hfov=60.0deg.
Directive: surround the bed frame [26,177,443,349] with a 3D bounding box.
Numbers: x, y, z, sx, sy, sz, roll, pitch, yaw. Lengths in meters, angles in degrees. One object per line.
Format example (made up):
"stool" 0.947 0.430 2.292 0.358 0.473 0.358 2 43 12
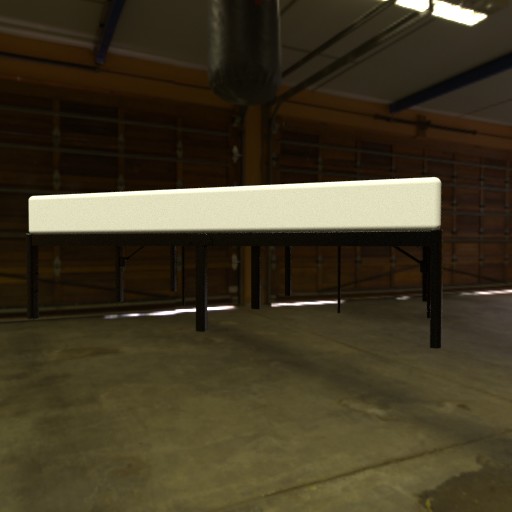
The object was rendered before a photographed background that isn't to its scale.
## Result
"bed frame" 0.000 0.000 2.751 2.072 0.659 1.557 1 2 19
